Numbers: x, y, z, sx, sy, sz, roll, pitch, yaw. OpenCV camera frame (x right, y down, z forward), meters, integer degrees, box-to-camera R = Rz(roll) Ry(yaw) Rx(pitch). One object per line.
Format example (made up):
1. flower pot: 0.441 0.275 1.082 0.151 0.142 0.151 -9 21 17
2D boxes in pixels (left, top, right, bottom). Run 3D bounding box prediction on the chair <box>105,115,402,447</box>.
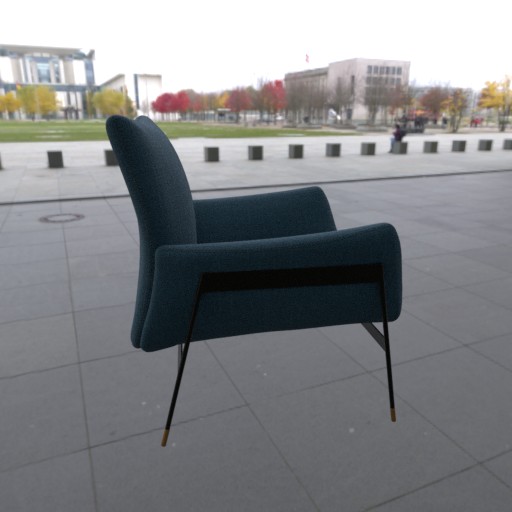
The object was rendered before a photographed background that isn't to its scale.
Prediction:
1. chair: 0.000 0.000 1.418 0.769 0.859 0.678 -3 18 -8
